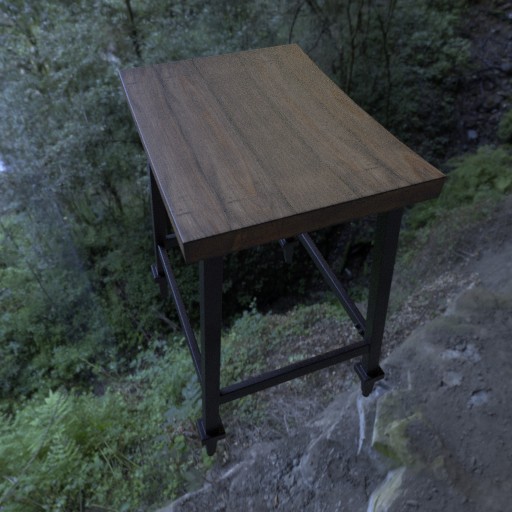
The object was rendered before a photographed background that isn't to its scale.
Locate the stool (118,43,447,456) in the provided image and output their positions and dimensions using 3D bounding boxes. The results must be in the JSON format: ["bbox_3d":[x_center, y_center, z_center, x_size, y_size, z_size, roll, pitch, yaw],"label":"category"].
[{"bbox_3d":[0.000,0.000,0.903,0.405,0.625,0.486,-15,48,-14],"label":"stool"}]
